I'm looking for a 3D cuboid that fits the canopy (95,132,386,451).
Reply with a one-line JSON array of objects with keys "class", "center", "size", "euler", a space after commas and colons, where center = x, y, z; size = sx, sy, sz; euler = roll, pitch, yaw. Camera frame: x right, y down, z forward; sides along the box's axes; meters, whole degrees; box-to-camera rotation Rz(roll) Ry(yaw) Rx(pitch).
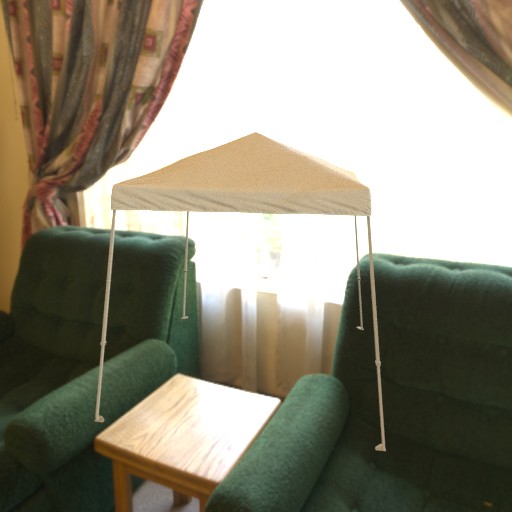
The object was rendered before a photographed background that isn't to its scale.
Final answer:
[{"class": "canopy", "center": [0.000, 0.000, 6.665], "size": [3.600, 3.600, 3.599], "euler": [2, 14, 9]}]
